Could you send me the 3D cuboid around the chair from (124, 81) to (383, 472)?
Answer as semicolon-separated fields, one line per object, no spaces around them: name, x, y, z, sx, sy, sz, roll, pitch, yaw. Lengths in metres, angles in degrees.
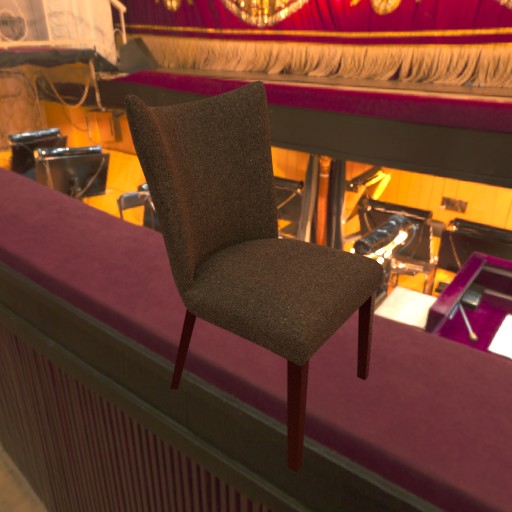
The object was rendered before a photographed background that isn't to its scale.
chair;0.000;0.000;1.312;0.623;0.924;0.535;18;31;32
